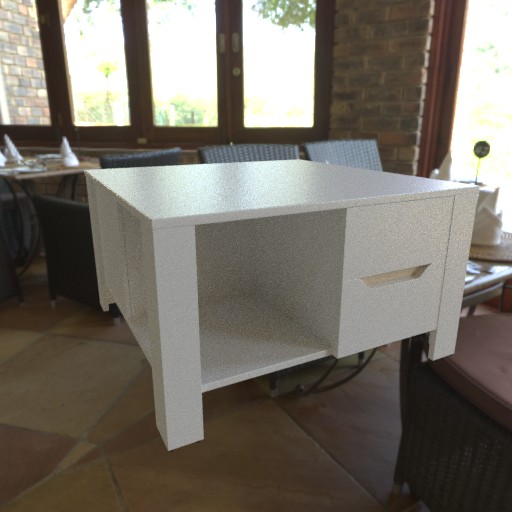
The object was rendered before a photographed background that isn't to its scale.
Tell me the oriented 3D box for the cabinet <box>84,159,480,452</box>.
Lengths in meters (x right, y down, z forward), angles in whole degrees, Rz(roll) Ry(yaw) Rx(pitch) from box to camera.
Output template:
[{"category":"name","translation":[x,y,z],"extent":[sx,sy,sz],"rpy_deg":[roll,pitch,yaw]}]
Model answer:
[{"category":"cabinet","translation":[0.000,0.000,1.298],"extent":[0.800,0.460,0.800],"rpy_deg":[-9,19,-26]}]
